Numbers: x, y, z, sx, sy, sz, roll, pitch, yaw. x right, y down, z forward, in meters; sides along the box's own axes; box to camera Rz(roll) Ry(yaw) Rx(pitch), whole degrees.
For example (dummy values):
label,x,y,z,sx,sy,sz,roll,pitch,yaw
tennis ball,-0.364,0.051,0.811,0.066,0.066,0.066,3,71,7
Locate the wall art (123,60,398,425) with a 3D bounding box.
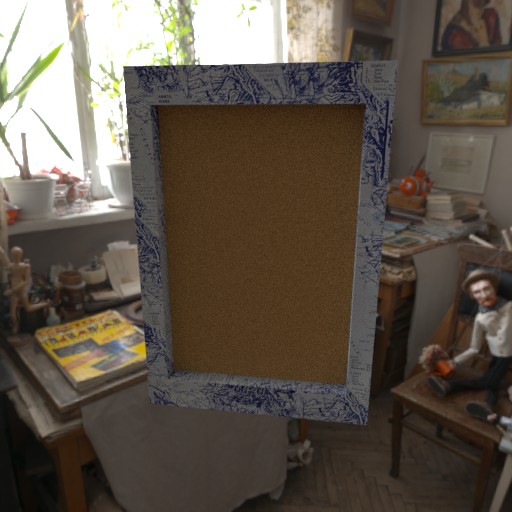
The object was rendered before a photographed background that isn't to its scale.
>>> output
label,x,y,z,sx,sy,sz,roll,pitch,yaw
wall art,0.000,0.000,0.471,0.255,0.376,0.025,3,17,9
